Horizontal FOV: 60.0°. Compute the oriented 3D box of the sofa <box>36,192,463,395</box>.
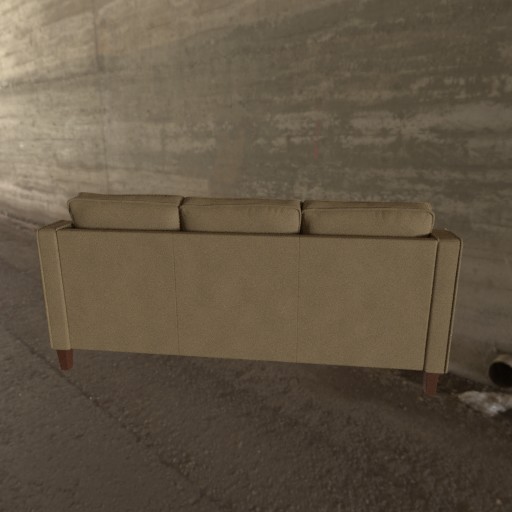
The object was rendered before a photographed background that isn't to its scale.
[{"bbox_3d":[0.000,0.000,3.309,2.317,1.066,1.858,2,14,7],"label":"sofa"}]
